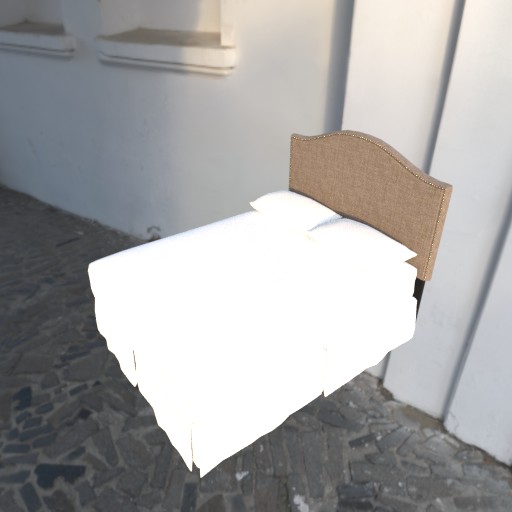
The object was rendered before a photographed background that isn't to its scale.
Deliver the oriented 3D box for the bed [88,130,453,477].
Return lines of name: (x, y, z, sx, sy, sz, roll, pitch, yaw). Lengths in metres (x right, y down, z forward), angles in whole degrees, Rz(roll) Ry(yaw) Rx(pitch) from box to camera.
bed: (0.000, 0.000, 3.325, 2.153, 1.518, 1.713, -21, 36, -31)
